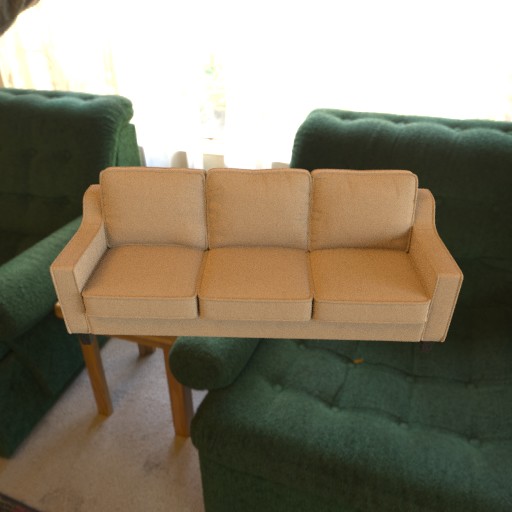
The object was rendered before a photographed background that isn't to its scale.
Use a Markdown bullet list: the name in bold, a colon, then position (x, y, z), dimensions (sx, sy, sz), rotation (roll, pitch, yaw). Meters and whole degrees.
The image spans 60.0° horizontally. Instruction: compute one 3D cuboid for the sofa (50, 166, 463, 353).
- **sofa**: position (0.000, 0.000, 2.633), dimensions (2.131, 0.902, 0.791), rotation (1, 32, 2)
